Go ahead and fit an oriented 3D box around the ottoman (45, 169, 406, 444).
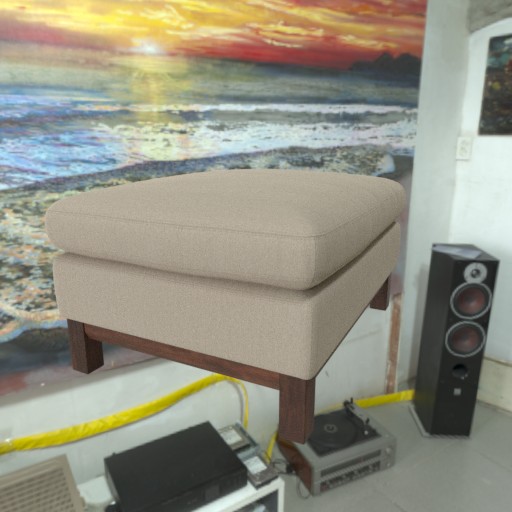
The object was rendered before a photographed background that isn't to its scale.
[{"bbox_3d":[0.000,0.000,1.113,0.606,0.420,0.771,8,17,26],"label":"ottoman"}]
